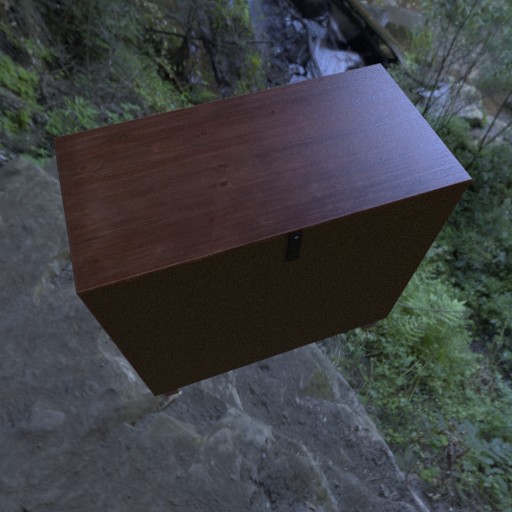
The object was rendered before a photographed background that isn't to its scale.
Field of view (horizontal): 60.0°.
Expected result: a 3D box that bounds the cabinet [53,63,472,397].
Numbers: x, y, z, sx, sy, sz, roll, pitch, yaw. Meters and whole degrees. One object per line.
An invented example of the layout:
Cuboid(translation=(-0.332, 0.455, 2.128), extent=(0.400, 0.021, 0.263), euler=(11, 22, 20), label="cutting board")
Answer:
Cuboid(translation=(0.000, 0.000, 1.266), extent=(0.796, 0.785, 0.412), euler=(-16, 60, -10), label="cabinet")
